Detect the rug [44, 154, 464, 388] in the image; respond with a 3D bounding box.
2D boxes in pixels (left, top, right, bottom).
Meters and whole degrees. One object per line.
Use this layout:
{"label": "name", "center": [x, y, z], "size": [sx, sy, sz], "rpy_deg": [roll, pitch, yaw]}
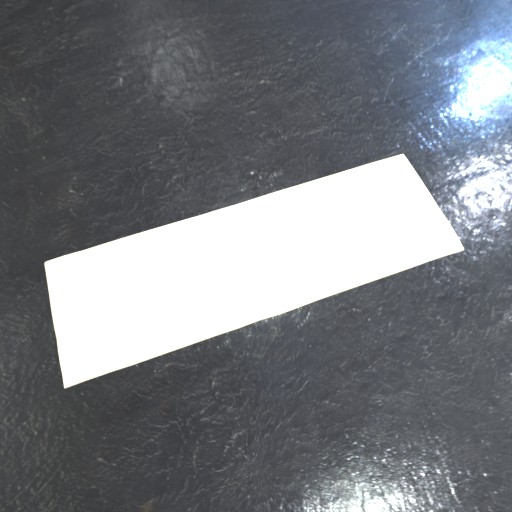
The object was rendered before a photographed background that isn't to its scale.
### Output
{"label": "rug", "center": [0.000, 0.000, 2.697], "size": [2.450, 0.014, 0.793], "rpy_deg": [-18, 66, -8]}
